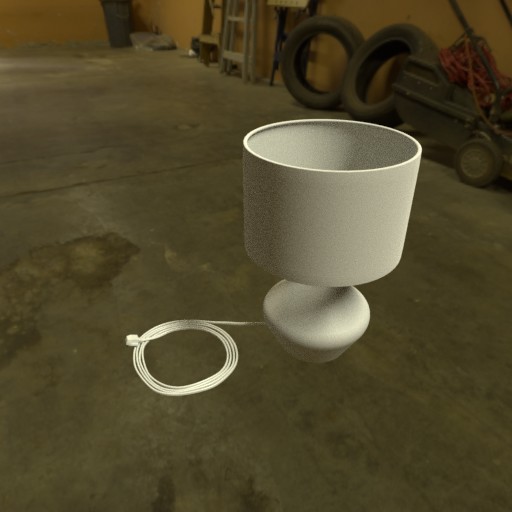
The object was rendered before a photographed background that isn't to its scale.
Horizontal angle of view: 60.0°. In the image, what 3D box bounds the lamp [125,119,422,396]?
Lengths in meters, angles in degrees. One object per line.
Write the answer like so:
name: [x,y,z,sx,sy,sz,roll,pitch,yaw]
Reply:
lamp: [0.000,0.000,0.882,0.546,0.457,0.401,9,32,15]
